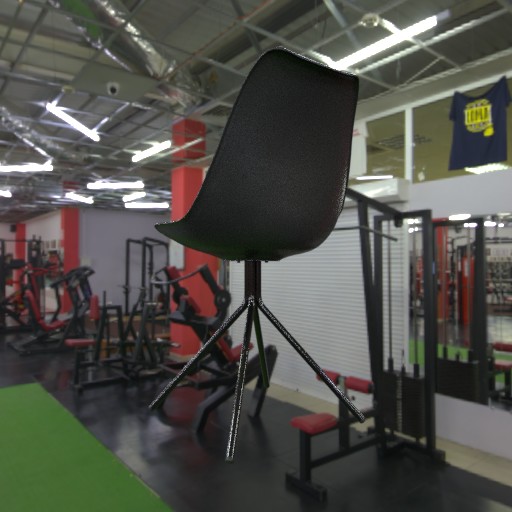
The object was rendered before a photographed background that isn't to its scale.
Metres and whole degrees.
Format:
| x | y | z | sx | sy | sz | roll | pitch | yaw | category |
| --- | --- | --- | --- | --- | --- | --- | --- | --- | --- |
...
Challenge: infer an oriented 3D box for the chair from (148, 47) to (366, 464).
| x | y | z | sx | sy | sz | roll | pitch | yaw | category |
| --- | --- | --- | --- | --- | --- | --- | --- | --- | --- |
| 0.000 | 0.000 | 1.167 | 0.461 | 0.850 | 0.525 | 1 | -1 | -36 | chair |
